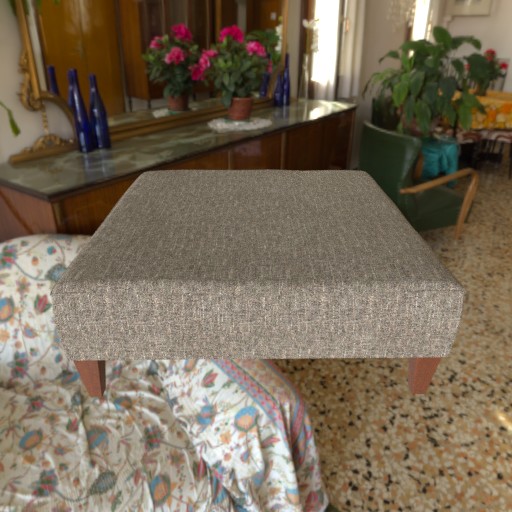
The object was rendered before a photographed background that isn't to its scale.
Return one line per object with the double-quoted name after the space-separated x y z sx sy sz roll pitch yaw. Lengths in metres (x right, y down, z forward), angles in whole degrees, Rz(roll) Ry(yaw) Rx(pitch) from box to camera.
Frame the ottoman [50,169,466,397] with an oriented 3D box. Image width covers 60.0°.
0.000 0.000 1.526 0.981 0.379 1.016 0 27 -1 "ottoman"
